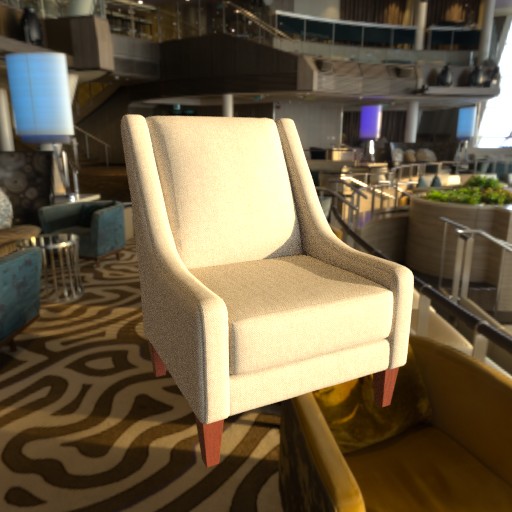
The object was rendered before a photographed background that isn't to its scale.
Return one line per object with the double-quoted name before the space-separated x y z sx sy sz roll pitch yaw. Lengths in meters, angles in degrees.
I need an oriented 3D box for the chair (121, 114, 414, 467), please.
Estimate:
"chair" 0.000 0.000 1.635 0.774 1.014 0.870 -7 16 -26
